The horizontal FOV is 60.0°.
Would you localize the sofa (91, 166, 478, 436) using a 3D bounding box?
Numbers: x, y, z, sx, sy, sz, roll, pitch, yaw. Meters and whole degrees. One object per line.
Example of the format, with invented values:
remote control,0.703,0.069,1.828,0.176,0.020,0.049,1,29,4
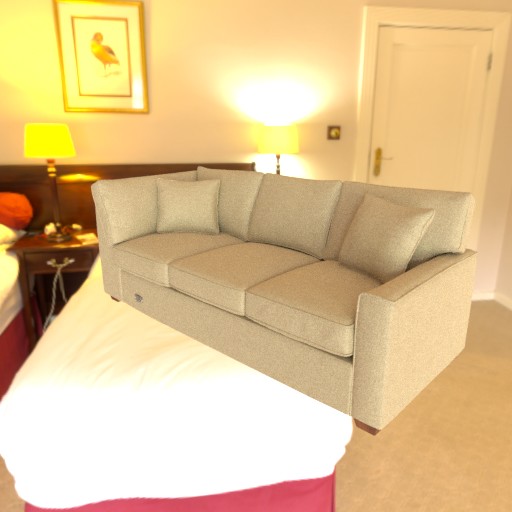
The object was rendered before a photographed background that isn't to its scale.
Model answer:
sofa,0.000,0.000,2.803,2.317,0.962,1.061,15,22,41
